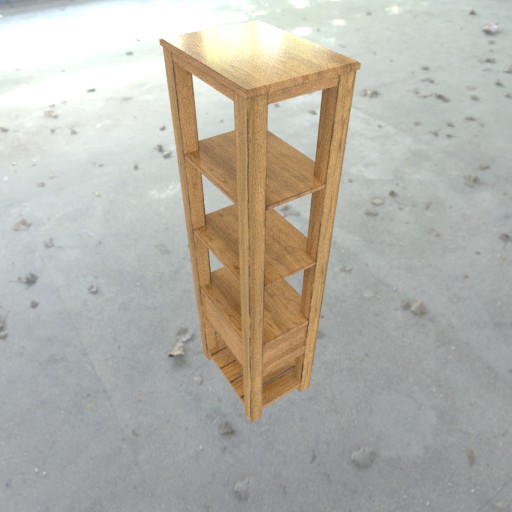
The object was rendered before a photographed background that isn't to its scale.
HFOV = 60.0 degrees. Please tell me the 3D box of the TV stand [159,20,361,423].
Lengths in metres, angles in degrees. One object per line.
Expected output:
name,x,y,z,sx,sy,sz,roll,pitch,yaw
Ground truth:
TV stand,0.000,0.000,2.063,0.435,1.828,0.565,-24,47,-24
